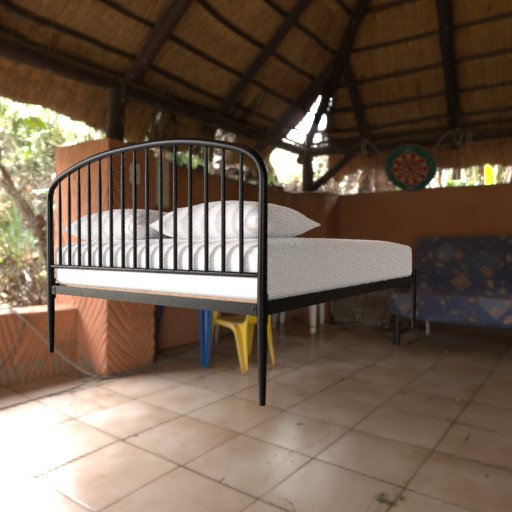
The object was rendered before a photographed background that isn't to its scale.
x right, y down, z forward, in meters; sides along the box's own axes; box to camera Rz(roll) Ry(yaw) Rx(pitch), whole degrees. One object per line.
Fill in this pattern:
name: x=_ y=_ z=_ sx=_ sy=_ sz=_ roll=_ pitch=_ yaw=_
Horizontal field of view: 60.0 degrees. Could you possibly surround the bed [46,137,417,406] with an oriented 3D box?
bed: x=0.000 y=0.000 z=3.113 sx=1.618 sy=1.166 sz=2.159 roll=1 pitch=1 yaw=35
